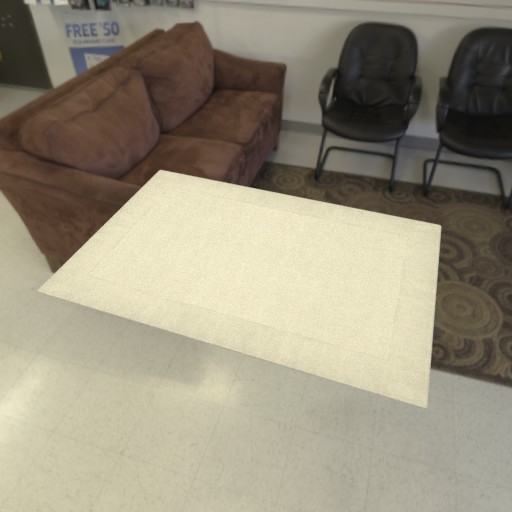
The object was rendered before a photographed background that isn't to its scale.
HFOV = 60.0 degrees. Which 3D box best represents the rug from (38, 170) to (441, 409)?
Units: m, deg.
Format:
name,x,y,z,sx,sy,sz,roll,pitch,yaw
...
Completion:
name,x,y,z,sx,sy,sz,roll,pitch,yaw
rug,0.000,0.000,2.354,1.829,0.013,1.219,13,43,15
